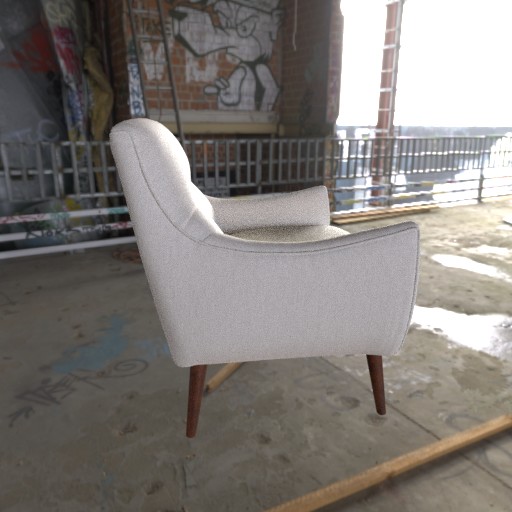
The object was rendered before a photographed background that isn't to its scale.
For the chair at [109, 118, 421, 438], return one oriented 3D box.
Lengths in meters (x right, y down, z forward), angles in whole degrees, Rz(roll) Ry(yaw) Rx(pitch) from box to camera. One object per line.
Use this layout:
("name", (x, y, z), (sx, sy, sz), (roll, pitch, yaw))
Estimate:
("chair", (0.000, 0.000, 1.420), (0.787, 0.838, 0.762), (-3, 17, -10))
